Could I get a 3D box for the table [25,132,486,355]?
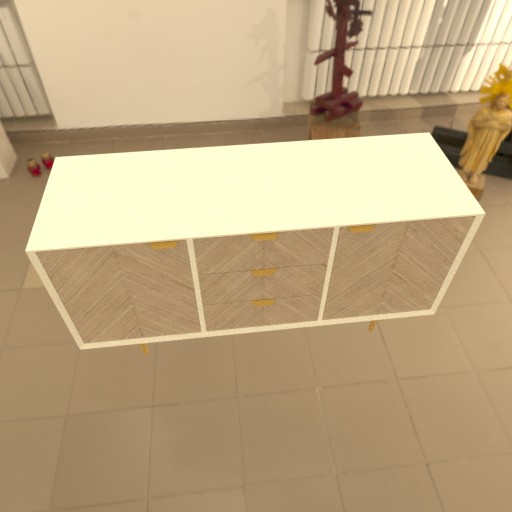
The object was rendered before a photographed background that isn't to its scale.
[{"bbox_3d":[0.000,0.000,1.884,1.500,0.769,0.508,-5,48,-5],"label":"table"}]
